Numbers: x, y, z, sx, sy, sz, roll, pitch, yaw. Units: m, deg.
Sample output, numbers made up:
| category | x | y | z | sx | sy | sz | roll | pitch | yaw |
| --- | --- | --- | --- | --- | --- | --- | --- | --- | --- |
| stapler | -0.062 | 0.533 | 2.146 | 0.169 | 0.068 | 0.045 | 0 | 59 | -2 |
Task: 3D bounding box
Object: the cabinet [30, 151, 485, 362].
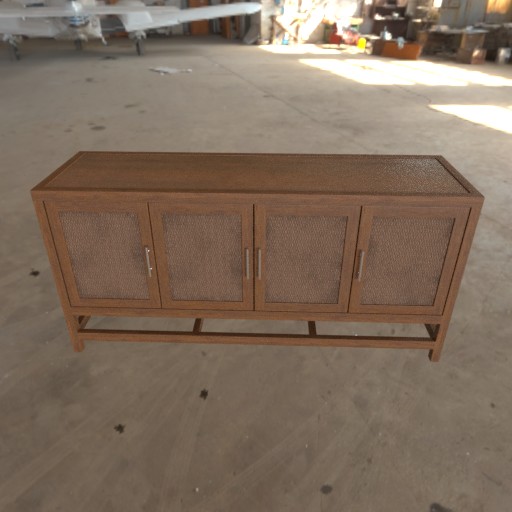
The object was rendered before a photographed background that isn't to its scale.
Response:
| category | x | y | z | sx | sy | sz | roll | pitch | yaw |
| --- | --- | --- | --- | --- | --- | --- | --- | --- | --- |
| cabinet | 0.000 | 0.000 | 2.073 | 1.708 | 0.820 | 0.522 | 1 | 30 | 2 |
